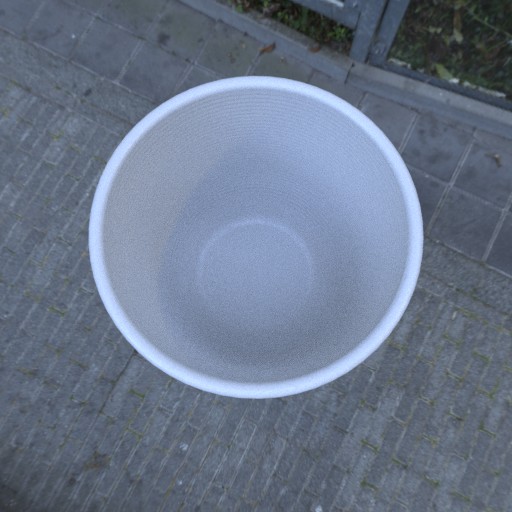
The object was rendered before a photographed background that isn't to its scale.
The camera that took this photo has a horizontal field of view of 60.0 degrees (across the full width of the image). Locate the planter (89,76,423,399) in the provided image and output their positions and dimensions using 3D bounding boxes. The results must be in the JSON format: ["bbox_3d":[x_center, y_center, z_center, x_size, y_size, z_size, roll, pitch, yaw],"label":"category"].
[{"bbox_3d":[0.000,0.000,0.297,0.170,0.152,0.170,0,77,0],"label":"planter"}]
